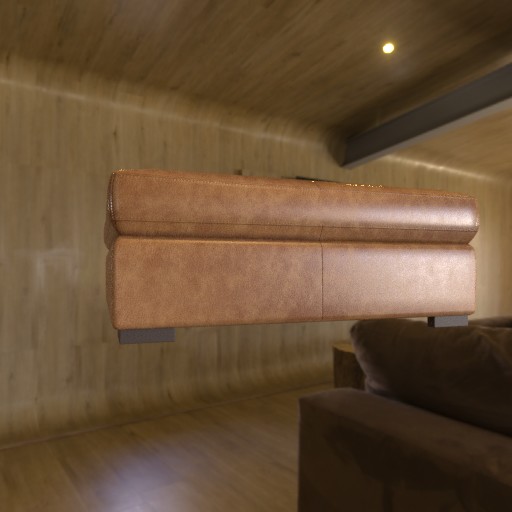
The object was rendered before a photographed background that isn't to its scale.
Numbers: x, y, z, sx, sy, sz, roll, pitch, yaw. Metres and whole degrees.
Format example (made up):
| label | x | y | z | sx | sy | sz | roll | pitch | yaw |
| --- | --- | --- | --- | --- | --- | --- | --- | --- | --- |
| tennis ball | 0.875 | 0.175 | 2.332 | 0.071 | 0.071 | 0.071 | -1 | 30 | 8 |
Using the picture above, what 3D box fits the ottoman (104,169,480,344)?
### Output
| label | x | y | z | sx | sy | sz | roll | pitch | yaw |
| --- | --- | --- | --- | --- | --- | --- | --- | --- | --- |
| ottoman | 0.000 | 0.000 | 1.806 | 1.169 | 0.483 | 1.168 | 1 | -2 | -19 |
